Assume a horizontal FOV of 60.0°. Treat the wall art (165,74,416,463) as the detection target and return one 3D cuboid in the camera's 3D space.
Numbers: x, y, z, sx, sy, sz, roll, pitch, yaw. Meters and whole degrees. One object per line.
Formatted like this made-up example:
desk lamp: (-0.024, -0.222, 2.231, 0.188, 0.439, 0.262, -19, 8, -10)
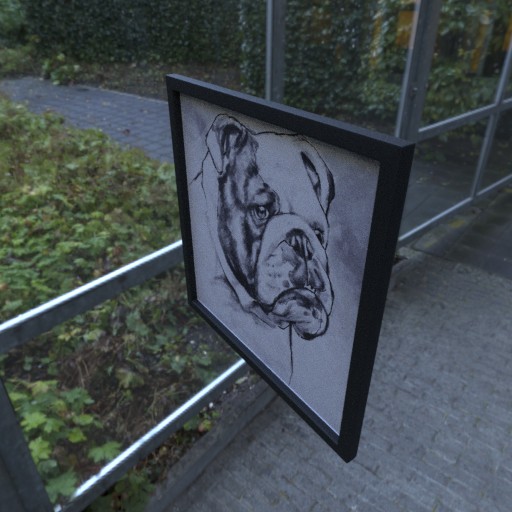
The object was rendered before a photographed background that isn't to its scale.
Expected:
wall art: (0.000, 0.000, 0.665, 0.022, 0.453, 0.456, -21, 37, -30)
